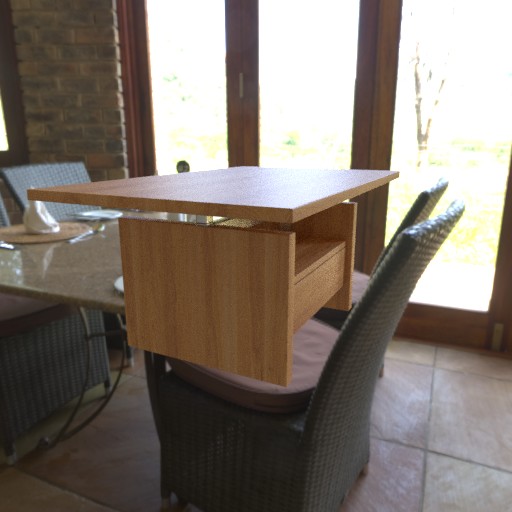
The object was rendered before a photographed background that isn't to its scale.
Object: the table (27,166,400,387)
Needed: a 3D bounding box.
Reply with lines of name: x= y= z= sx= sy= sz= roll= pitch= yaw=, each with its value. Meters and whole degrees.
table: x=0.000 y=0.000 z=1.467 sx=0.700 sy=0.510 sz=1.100 roll=7 pitch=16 yaw=26
